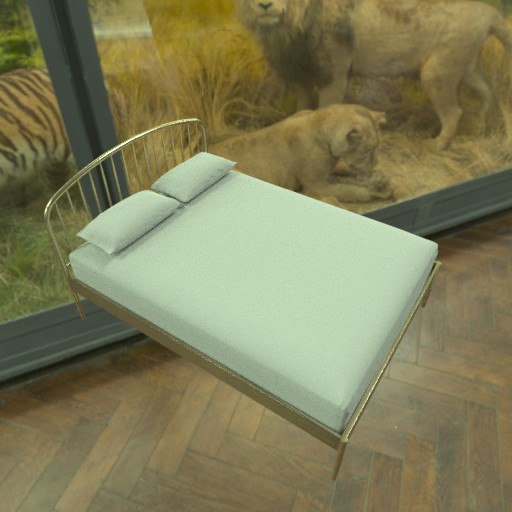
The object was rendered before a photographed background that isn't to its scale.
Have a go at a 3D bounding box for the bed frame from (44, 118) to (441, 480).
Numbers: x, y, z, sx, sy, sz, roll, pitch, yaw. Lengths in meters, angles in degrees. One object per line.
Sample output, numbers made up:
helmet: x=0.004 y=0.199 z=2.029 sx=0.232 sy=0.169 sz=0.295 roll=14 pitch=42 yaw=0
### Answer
bed frame: x=0.000 y=0.000 z=3.063 sx=2.152 sy=1.175 sz=1.612 roll=24 pitch=46 yaw=25
